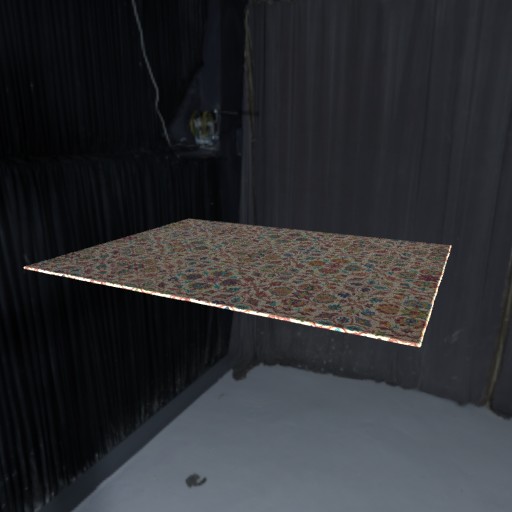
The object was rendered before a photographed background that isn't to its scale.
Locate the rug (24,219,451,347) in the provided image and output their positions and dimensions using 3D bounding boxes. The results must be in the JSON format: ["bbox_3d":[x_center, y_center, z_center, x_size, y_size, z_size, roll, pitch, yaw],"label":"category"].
[{"bbox_3d":[0.000,0.000,4.137,3.215,0.020,2.446,8,17,26],"label":"rug"}]
